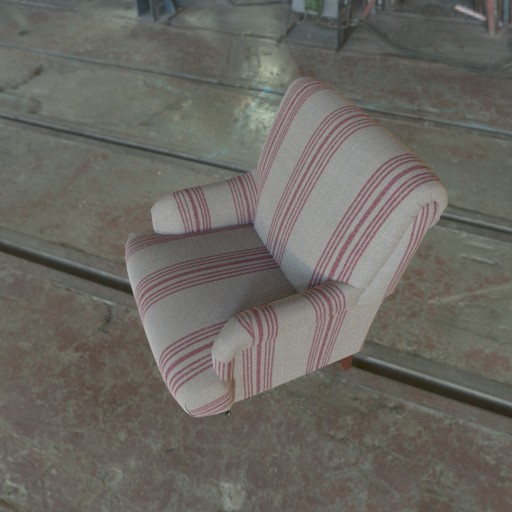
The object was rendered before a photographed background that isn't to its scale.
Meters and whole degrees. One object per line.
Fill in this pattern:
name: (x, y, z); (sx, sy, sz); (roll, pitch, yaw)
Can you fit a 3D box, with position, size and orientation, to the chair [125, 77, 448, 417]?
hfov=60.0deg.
chair: (0.000, 0.000, 1.897); (1.058, 1.123, 0.933); (-18, 49, -17)
